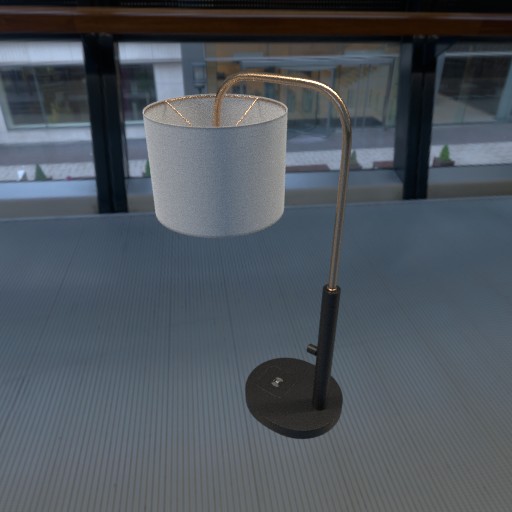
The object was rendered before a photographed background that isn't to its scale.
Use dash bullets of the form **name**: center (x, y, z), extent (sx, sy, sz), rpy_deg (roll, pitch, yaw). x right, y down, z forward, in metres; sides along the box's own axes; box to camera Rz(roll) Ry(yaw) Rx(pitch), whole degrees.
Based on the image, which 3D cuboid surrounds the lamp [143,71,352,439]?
- **lamp**: center (0.000, 0.000, 0.694), extent (0.337, 0.540, 0.199), rpy_deg (20, 37, 30)
